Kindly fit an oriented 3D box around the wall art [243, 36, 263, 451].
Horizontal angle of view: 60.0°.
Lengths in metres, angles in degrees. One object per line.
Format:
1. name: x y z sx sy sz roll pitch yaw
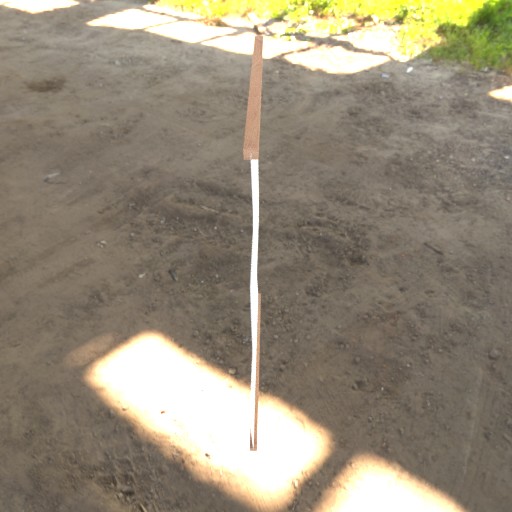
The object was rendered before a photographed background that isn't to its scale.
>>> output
1. wall art: 0.000 0.000 0.645 0.012 0.508 0.332 1 40 1
